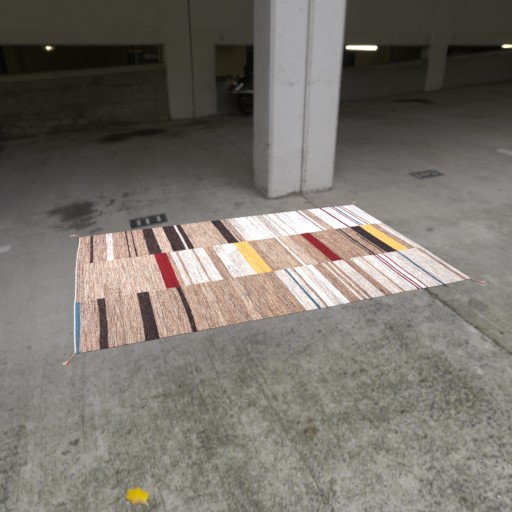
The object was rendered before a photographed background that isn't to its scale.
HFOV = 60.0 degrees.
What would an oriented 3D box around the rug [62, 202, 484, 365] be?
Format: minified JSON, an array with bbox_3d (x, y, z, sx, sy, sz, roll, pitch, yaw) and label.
[{"bbox_3d":[0.000,0.000,2.375,1.918,0.007,1.268,-8,27,-17],"label":"rug"}]
